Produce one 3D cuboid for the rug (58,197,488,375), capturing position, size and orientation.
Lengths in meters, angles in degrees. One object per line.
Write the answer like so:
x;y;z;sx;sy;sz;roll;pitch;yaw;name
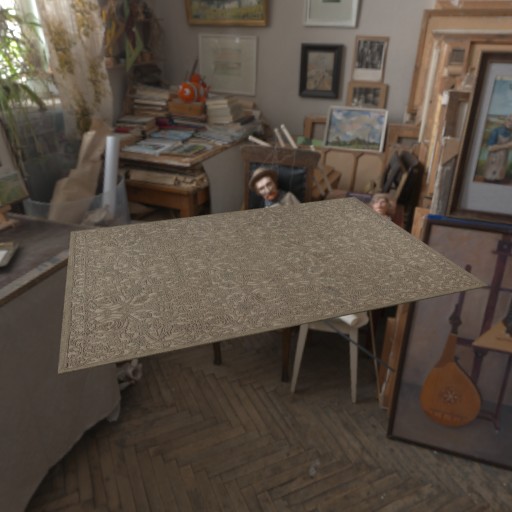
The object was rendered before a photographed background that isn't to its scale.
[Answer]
0.000;0.000;2.279;1.827;0.006;1.221;-9;29;-16;rug
